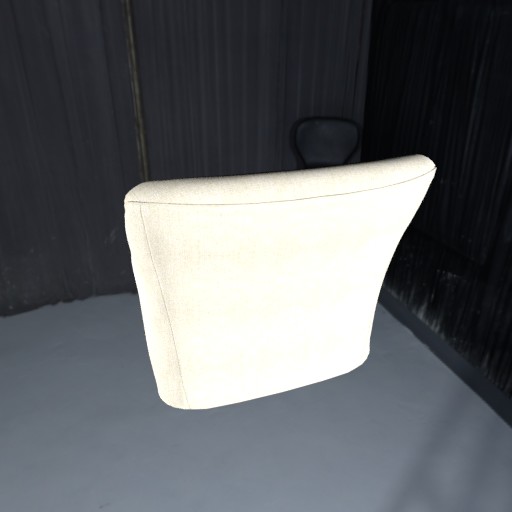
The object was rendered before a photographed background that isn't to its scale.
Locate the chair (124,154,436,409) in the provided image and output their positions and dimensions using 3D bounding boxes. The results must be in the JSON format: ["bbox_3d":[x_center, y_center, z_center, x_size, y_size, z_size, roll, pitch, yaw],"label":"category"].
[{"bbox_3d":[0.000,0.000,1.569,0.864,0.856,0.923,-9,29,-17],"label":"chair"}]
